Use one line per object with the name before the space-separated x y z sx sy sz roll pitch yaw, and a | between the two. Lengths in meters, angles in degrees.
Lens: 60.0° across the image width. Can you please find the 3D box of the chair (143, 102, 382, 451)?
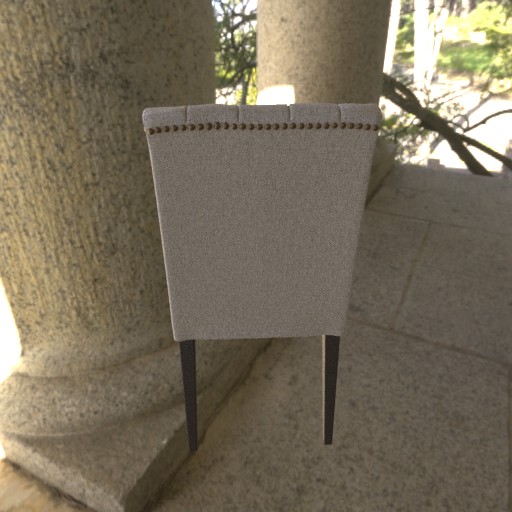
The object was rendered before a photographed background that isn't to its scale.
chair | 0.000 0.000 1.379 0.511 1.016 0.647 -1 29 -3
